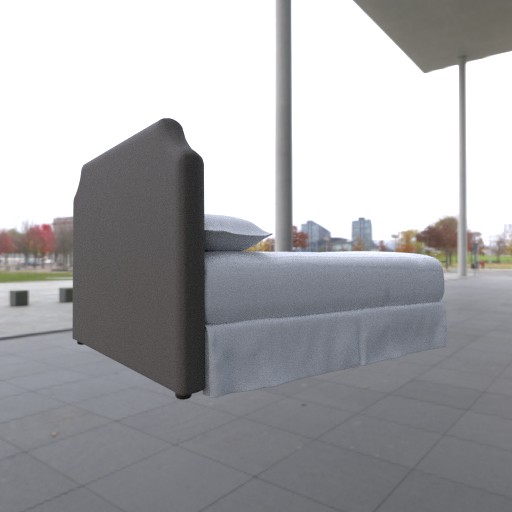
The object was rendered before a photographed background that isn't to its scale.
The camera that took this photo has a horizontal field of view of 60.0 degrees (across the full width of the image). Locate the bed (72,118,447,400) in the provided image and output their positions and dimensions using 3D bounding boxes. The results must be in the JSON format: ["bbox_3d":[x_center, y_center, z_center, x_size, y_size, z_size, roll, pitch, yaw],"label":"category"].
[{"bbox_3d":[0.000,0.000,3.870,2.536,1.561,2.194,0,-1,-37],"label":"bed"}]
